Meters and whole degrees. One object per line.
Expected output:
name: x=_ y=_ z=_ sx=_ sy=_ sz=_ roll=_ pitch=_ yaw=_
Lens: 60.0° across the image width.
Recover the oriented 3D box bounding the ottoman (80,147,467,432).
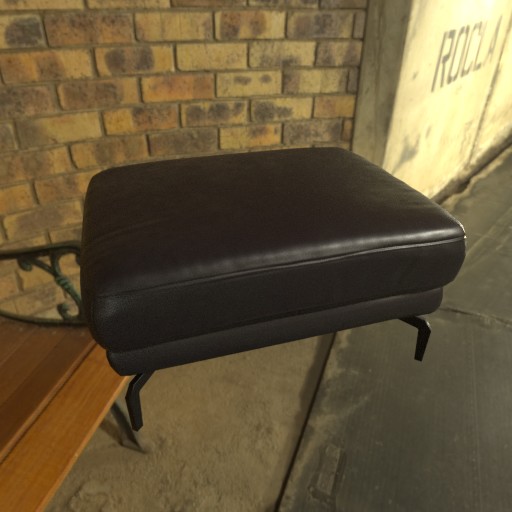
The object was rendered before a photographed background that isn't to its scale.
ottoman: x=0.000 y=0.000 z=1.085 sx=0.764 sy=0.402 sz=0.570 roll=-9 pitch=32 yaw=-15
